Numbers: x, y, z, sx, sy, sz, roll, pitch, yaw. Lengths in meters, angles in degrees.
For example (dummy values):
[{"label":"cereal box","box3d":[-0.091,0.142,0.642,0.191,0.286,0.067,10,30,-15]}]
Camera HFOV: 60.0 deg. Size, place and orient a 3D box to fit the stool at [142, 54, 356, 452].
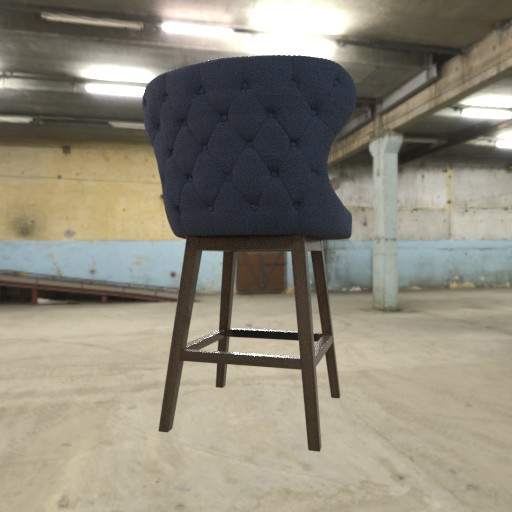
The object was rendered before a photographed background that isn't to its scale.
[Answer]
[{"label":"stool","box3d":[0.000,0.000,1.349,0.615,0.972,0.597,0,0,17]}]
